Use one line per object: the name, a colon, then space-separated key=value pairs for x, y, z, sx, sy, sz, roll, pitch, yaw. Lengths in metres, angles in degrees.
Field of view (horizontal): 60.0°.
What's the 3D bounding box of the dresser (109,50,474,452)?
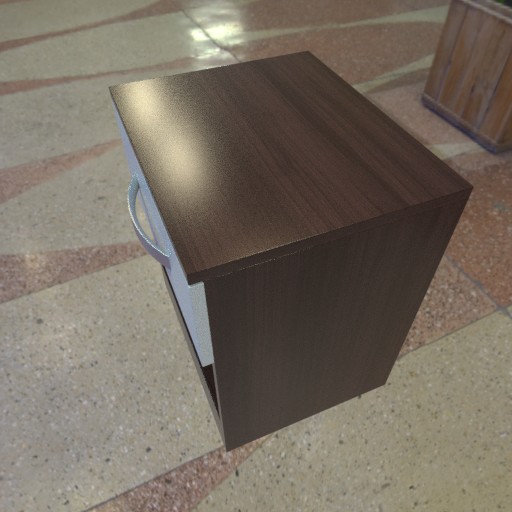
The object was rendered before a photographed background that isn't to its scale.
dresser: x=0.000 y=0.000 z=0.744 sx=0.360 sy=0.470 sz=0.400 roll=-17 pitch=49 yaw=-15
